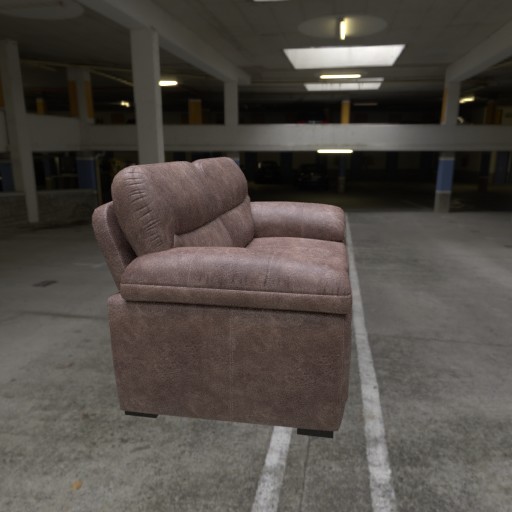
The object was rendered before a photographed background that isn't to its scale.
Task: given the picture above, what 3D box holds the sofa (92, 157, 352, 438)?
[{"bbox_3d":[0.000,0.000,2.354,0.991,0.991,1.753,3,14,10],"label":"sofa"}]
